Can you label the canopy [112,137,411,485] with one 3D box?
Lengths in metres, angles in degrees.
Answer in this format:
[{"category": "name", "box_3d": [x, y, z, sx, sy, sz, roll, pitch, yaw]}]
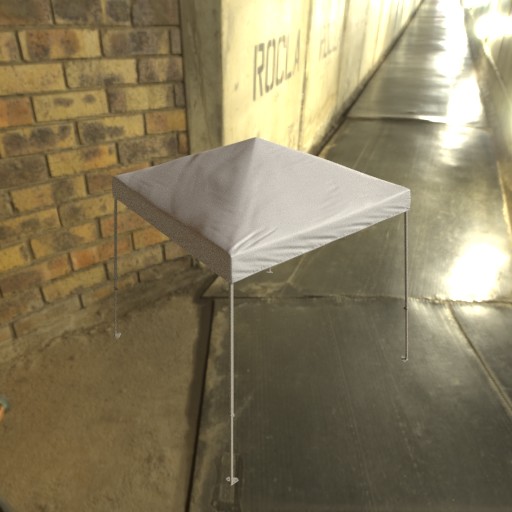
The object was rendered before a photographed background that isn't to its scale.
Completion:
[{"category": "canopy", "box_3d": [0.000, 0.000, 6.731, 3.600, 3.600, 3.599, -21, 36, -32]}]
